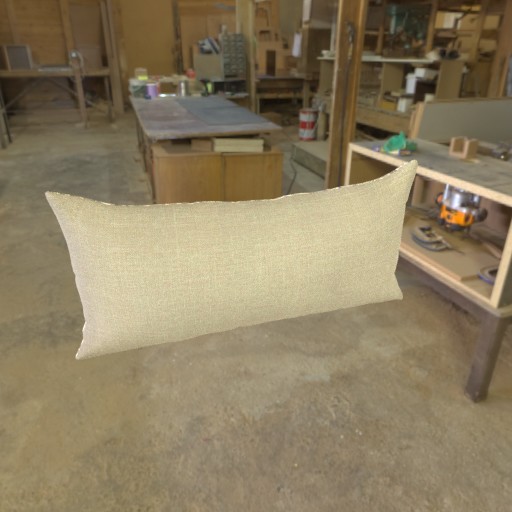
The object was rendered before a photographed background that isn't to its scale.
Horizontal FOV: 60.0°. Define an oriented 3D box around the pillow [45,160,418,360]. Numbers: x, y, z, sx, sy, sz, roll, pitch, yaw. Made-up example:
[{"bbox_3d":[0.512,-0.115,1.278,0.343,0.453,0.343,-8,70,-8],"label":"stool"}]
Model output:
[{"bbox_3d":[0.000,0.000,0.763,0.631,0.290,0.148,-8,27,-16],"label":"pillow"}]
